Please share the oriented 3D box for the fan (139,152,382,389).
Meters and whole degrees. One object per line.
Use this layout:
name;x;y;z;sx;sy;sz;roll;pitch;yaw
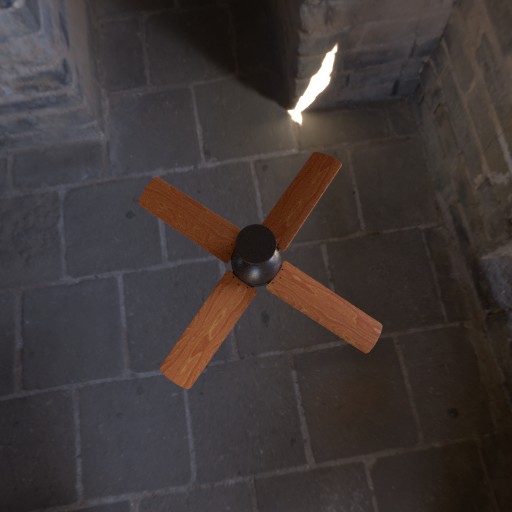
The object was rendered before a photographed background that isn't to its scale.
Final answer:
fan;0.000;0.000;2.020;1.332;0.403;1.332;33;78;8
